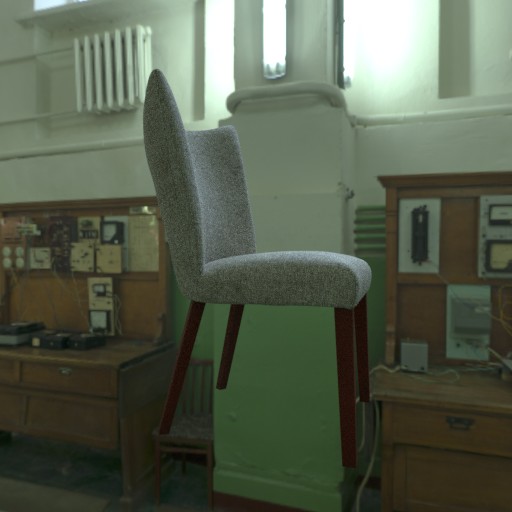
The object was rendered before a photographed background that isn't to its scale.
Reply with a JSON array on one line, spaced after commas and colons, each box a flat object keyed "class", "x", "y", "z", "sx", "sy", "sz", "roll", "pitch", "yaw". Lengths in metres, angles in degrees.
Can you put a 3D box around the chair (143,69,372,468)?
[{"class": "chair", "x": 0.000, "y": 0.000, "z": 1.283, "sx": 0.623, "sy": 0.924, "sz": 0.535, "roll": 0, "pitch": 1, "yaw": 18}]
